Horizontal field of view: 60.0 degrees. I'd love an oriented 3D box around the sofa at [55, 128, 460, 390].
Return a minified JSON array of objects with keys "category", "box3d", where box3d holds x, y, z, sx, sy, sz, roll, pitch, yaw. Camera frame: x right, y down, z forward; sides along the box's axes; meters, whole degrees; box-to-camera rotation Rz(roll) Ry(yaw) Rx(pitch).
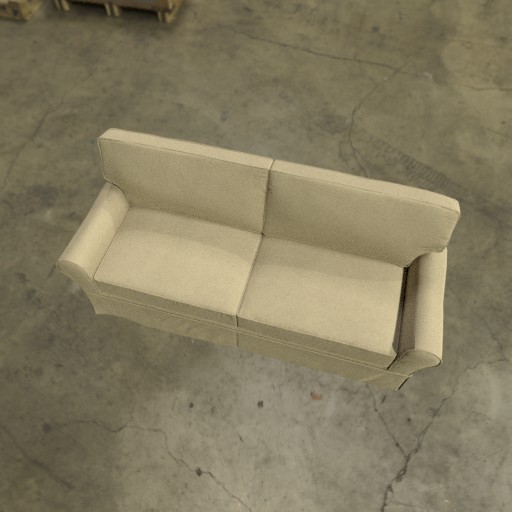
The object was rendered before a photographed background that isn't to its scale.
[{"category":"sofa","box3d":[0.000,0.000,2.729,2.246,1.014,0.900,13,59,8]}]
